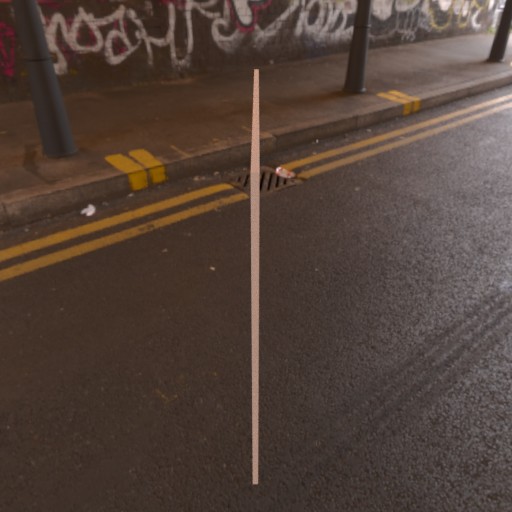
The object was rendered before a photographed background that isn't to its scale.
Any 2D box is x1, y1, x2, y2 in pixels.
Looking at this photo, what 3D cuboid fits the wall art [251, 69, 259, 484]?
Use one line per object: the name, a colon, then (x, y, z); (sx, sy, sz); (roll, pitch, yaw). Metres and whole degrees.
wall art: (0.000, 0.000, 1.212); (0.013, 0.813, 0.812); (0, 33, 0)
